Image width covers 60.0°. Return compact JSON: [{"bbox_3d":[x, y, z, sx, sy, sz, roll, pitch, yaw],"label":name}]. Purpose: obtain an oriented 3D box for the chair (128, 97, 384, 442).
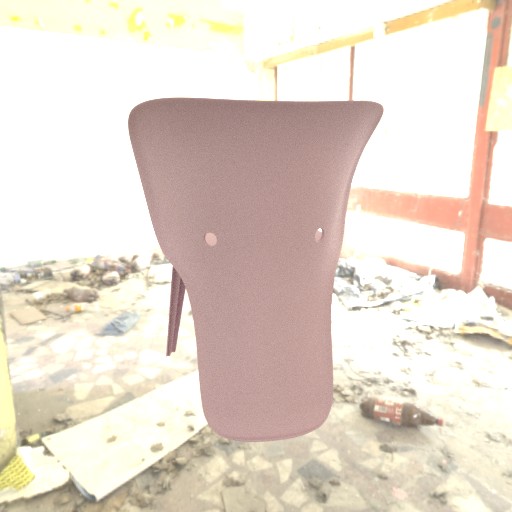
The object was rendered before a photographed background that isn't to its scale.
[{"bbox_3d":[0.000,0.000,0.868,0.451,0.554,0.402,-2,14,-10],"label":"chair"}]
